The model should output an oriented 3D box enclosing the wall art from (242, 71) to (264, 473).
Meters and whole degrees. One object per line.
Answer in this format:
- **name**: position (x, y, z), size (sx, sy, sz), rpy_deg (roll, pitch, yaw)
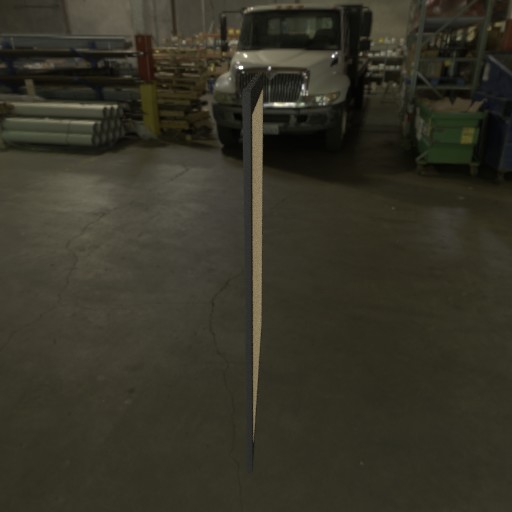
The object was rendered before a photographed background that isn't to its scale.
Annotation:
- **wall art**: position (0.000, 0.000, 0.711), size (0.008, 0.530, 0.379), rpy_deg (1, 25, 3)
